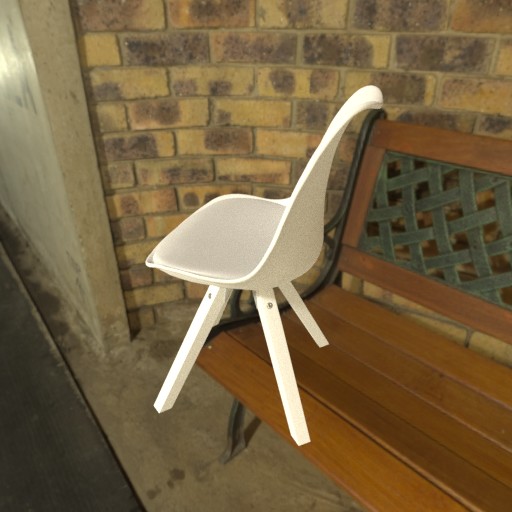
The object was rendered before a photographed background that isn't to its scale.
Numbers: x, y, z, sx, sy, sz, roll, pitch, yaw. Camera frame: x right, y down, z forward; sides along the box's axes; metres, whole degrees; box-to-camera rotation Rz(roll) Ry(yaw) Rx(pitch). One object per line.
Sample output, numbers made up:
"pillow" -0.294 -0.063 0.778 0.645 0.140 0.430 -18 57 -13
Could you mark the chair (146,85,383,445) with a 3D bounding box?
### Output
"chair" 0.000 0.000 1.187 0.550 0.850 0.485 8 30 13
